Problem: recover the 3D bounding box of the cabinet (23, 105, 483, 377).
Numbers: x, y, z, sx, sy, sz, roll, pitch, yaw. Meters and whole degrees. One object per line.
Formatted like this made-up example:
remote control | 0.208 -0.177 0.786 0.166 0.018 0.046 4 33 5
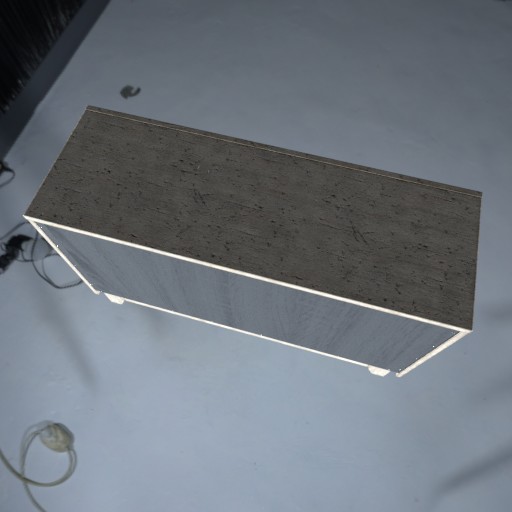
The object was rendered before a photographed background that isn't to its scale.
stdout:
cabinet | 0.000 0.000 1.859 1.460 0.825 0.511 14 65 7
